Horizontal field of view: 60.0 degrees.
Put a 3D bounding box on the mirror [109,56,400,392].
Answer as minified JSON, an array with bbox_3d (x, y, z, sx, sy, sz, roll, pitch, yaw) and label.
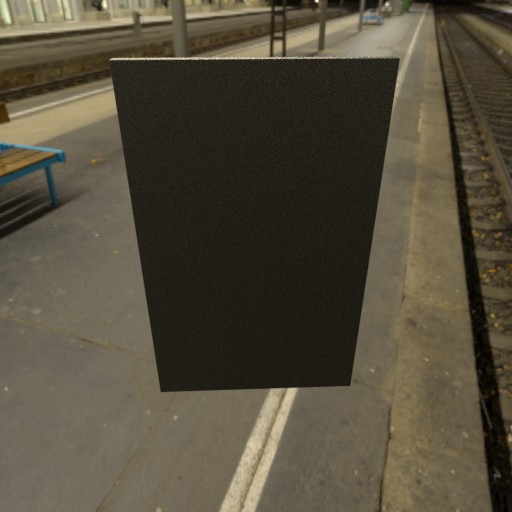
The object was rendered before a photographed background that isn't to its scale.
[{"bbox_3d":[0.000,0.000,1.486,0.762,1.219,0.038,-1,31,-2],"label":"mirror"}]
